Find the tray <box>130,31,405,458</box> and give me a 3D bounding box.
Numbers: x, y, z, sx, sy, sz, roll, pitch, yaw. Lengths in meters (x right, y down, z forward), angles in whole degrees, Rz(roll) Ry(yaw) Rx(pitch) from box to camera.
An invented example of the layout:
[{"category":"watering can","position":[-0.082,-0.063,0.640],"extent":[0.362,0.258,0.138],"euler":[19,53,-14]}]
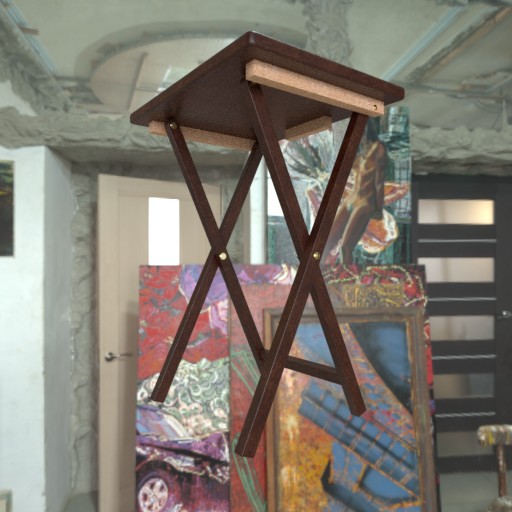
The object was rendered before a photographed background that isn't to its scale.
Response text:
[{"category":"tray","position":[0.000,0.000,0.951],"extent":[0.381,0.660,0.483],"euler":[0,0,-37]}]
